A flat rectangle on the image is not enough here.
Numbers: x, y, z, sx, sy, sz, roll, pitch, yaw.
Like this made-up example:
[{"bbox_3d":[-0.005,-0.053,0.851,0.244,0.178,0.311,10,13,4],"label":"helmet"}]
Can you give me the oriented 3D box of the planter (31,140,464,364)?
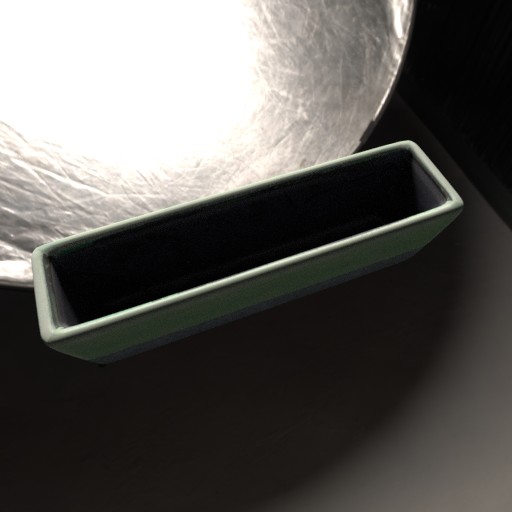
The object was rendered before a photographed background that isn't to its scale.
[{"bbox_3d":[0.000,0.000,0.313,0.275,0.072,0.072,-18,59,-11],"label":"planter"}]
